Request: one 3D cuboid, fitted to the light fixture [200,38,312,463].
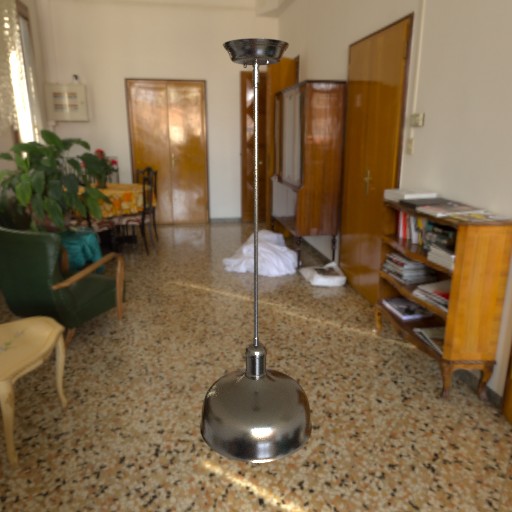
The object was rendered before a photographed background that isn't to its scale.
[{"bbox_3d":[0.000,0.000,1.072,0.299,0.935,0.299,15,21,43],"label":"light fixture"}]
